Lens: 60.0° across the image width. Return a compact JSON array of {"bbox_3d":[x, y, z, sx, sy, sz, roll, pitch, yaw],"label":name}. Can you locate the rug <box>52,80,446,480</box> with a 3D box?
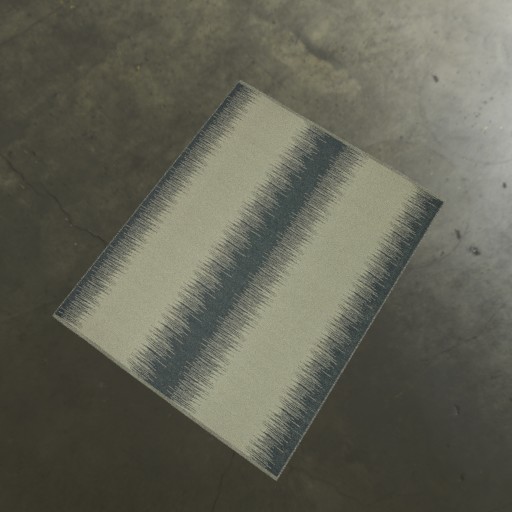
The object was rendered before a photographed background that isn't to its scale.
[{"bbox_3d":[0.000,0.000,4.190,2.453,0.004,3.037,33,77,8],"label":"rug"}]
